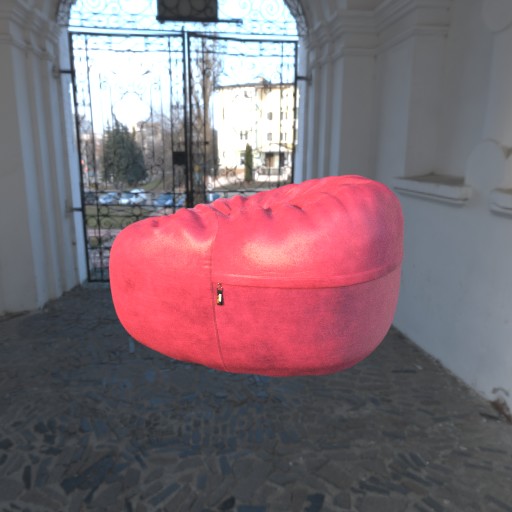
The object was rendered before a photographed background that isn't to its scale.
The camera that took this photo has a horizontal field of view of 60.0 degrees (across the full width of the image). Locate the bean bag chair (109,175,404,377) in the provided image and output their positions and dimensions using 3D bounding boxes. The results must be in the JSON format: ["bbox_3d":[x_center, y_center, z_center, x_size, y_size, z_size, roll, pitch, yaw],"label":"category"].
[{"bbox_3d":[0.000,0.000,2.430,1.524,0.878,1.524,2,13,9],"label":"bean bag chair"}]
